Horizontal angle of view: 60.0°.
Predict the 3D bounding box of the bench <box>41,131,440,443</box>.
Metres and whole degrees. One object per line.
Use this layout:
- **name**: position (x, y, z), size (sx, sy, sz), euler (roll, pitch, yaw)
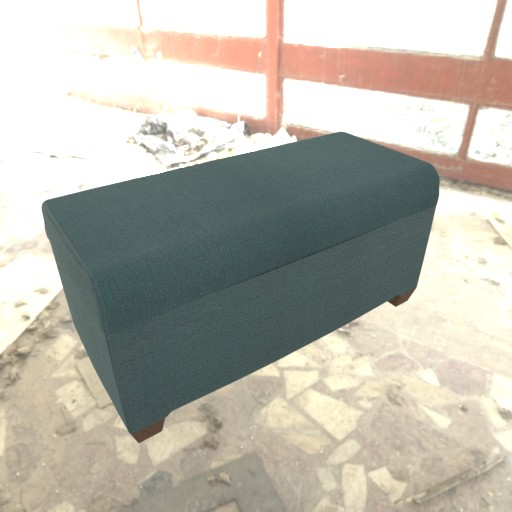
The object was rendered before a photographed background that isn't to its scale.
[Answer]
- **bench**: position (0.000, 0.000, 1.252), size (0.995, 0.474, 0.476), euler (-20, 38, -29)
